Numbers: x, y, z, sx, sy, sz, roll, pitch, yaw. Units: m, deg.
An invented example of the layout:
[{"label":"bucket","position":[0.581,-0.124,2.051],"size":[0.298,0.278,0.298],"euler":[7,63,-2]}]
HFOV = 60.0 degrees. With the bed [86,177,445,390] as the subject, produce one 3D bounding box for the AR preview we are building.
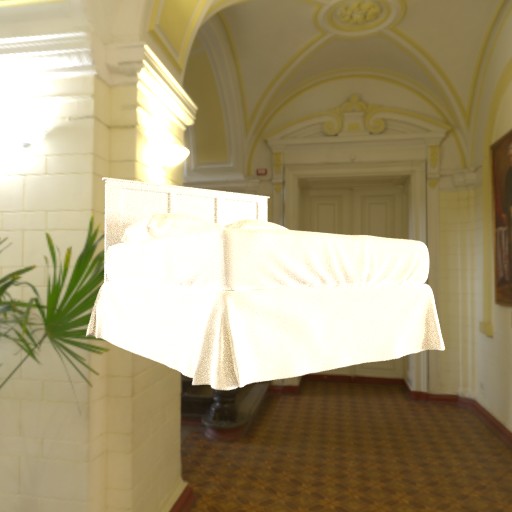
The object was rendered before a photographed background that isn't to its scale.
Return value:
[{"label":"bed","position":[0.000,0.000,3.222],"size":[1.876,1.269,2.047],"euler":[1,-2,-35]}]
